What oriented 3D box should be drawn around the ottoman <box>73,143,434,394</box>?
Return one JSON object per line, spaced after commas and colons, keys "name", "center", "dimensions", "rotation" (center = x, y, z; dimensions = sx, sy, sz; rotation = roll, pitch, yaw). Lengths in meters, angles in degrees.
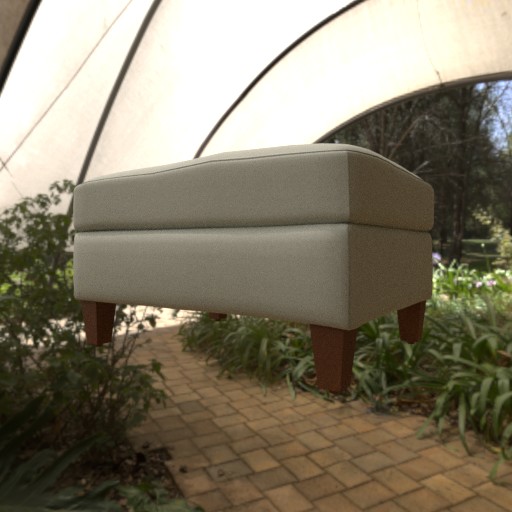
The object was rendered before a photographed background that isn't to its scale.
{"name": "ottoman", "center": [0.000, 0.000, 1.227], "dimensions": [0.818, 0.496, 0.634], "rotation": [1, 1, 34]}
